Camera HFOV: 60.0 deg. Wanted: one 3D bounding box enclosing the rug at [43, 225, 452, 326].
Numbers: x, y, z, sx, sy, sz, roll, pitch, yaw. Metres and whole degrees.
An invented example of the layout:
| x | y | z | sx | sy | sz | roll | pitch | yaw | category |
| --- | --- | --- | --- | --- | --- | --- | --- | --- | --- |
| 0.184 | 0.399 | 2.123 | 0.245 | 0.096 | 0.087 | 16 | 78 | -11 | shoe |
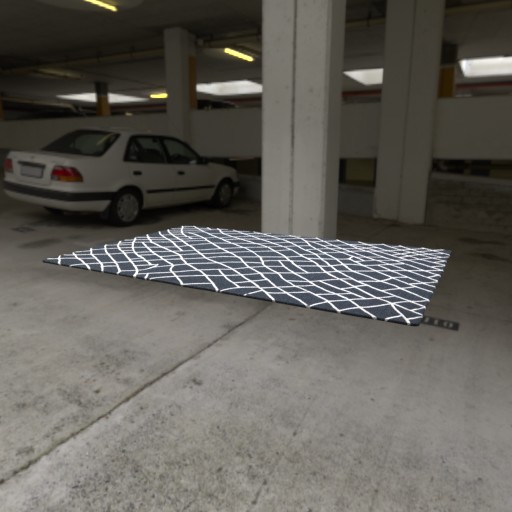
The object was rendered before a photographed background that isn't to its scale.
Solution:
| x | y | z | sx | sy | sz | roll | pitch | yaw | category |
| --- | --- | --- | --- | --- | --- | --- | --- | --- | --- |
| 0.000 | 0.000 | 2.363 | 1.830 | 0.013 | 1.223 | 7 | 15 | 27 | rug |
